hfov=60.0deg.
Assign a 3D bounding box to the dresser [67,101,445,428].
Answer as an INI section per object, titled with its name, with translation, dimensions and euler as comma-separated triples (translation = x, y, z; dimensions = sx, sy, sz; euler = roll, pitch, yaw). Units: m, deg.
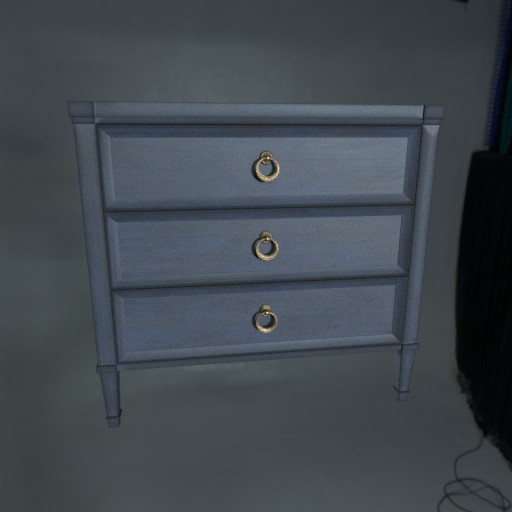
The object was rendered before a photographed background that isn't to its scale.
[dresser]
translation = 0.000, 0.000, 1.555
dimensions = 1.049, 0.986, 0.463
euler = -2, 15, -8
